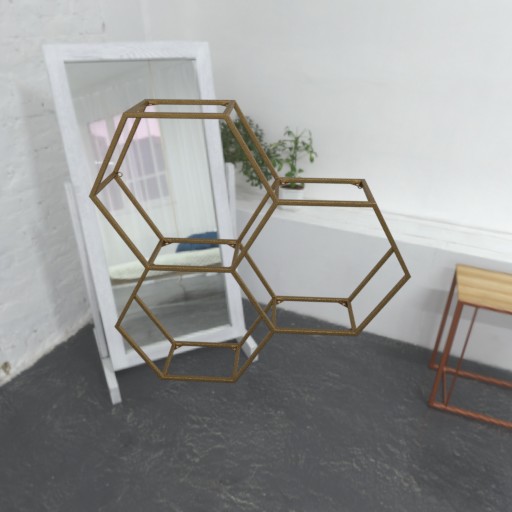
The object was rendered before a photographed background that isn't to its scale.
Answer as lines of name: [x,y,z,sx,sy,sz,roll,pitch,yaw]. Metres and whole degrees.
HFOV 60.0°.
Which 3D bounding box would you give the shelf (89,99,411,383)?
shelf: [0.000,0.000,1.080,0.708,0.701,0.150,2,29,3]
